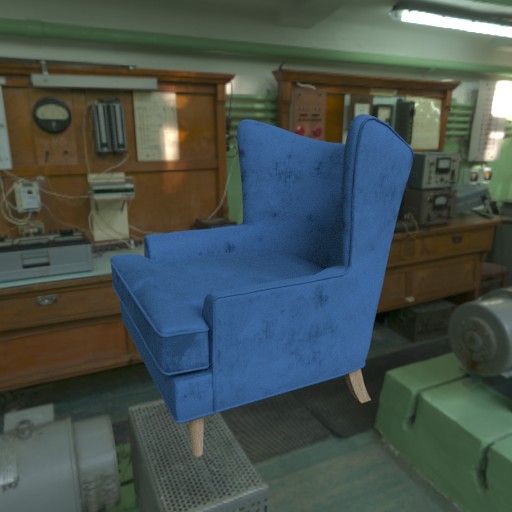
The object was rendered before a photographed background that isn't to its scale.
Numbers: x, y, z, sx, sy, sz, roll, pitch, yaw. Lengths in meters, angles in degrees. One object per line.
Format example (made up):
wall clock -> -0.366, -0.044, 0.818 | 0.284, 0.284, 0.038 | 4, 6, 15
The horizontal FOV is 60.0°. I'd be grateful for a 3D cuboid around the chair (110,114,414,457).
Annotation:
chair -> 0.000, 0.000, 1.587 | 0.910, 0.952, 0.793 | -8, 18, -26
